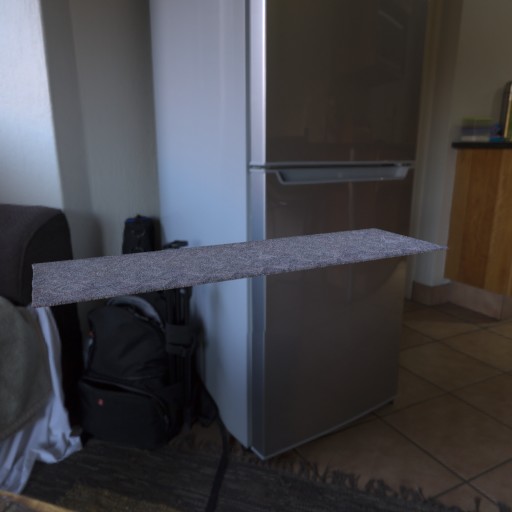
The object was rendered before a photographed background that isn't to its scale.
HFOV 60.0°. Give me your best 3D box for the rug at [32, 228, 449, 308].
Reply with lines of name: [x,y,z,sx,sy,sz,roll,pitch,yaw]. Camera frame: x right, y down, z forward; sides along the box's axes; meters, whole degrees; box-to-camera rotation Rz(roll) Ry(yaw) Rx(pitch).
rug: [0.000,0.000,2.524,2.296,0.011,0.691,-7,16,-25]
